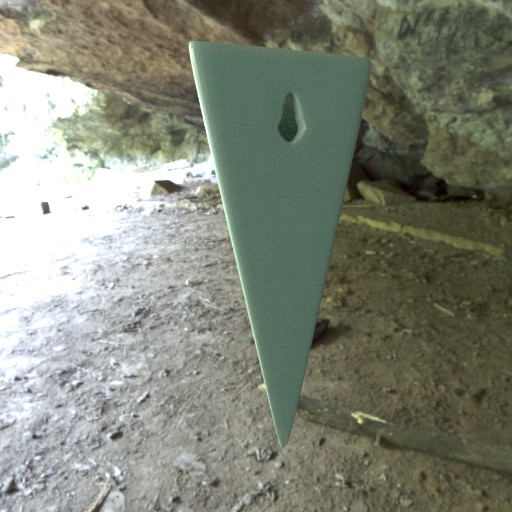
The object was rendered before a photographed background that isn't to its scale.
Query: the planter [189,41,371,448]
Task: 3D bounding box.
[{"bbox_3d":[0.000,0.000,0.219,0.080,0.178,0.064,-7,16,-25],"label":"planter"}]
